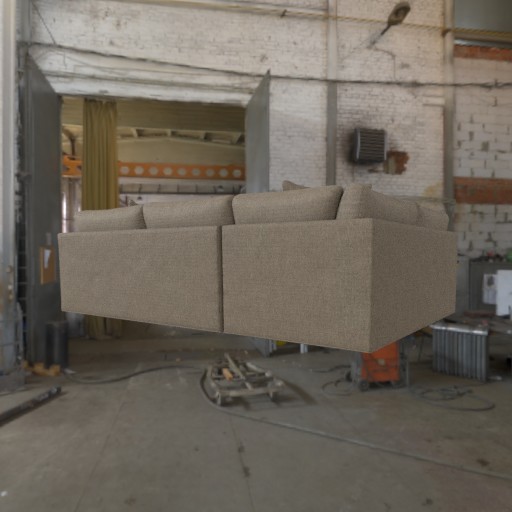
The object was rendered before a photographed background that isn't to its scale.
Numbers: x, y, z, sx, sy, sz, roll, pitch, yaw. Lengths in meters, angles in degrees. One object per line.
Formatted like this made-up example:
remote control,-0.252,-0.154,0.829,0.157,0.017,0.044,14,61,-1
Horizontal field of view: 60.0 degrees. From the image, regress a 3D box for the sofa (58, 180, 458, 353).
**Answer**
sofa,0.000,0.000,3.872,2.896,0.978,1.994,0,0,36
